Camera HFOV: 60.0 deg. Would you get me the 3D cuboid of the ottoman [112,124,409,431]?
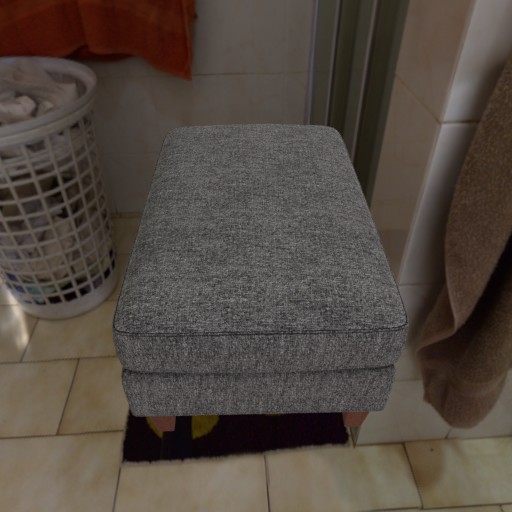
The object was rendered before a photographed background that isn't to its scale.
[{"bbox_3d":[0.000,0.000,1.245,0.584,0.483,0.864,-1,41,-1],"label":"ottoman"}]
